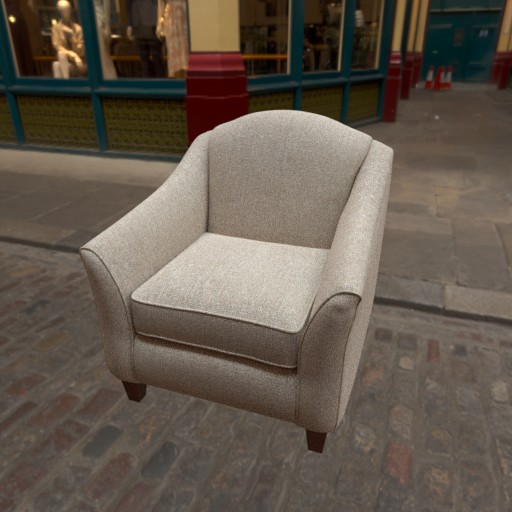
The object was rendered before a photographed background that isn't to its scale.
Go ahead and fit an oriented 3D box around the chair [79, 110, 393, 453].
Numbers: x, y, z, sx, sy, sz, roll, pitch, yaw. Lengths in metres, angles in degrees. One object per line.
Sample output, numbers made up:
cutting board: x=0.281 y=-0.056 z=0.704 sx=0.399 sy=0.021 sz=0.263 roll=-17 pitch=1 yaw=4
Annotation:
chair: x=0.000 y=0.000 z=1.460 sx=0.763 sy=0.839 sz=0.787 roll=9 pitch=27 yaw=17
